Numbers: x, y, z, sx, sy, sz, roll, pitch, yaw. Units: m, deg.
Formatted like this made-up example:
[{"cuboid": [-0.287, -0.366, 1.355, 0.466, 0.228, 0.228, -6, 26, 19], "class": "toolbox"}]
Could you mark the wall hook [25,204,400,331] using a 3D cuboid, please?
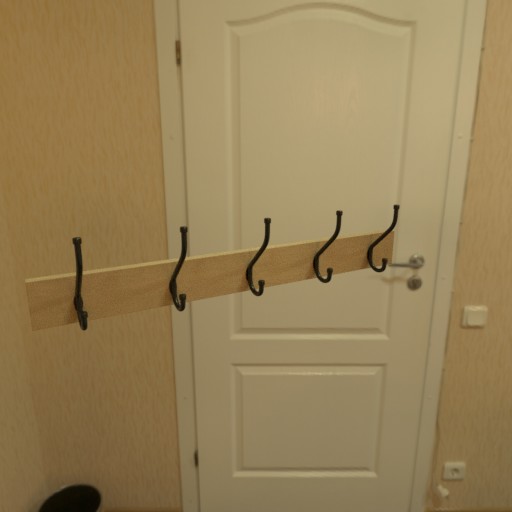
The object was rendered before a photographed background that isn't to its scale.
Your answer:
[{"cuboid": [0.000, 0.000, 0.616, 0.571, 0.117, 0.071, -8, 17, -28], "class": "wall hook"}]
